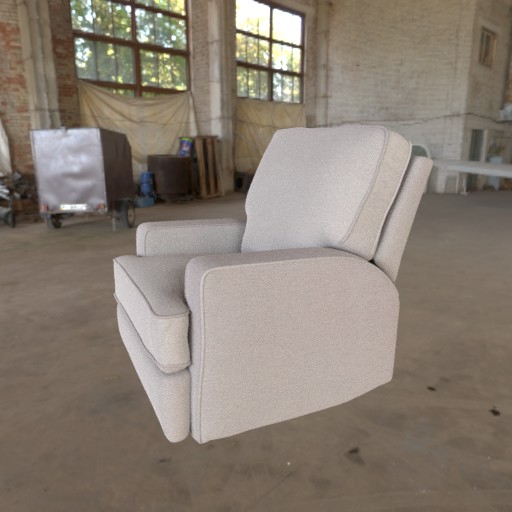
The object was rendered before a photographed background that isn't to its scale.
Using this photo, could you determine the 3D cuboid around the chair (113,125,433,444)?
[{"bbox_3d":[0.000,0.000,1.678,0.969,0.964,0.861,-6,15,-25],"label":"chair"}]
